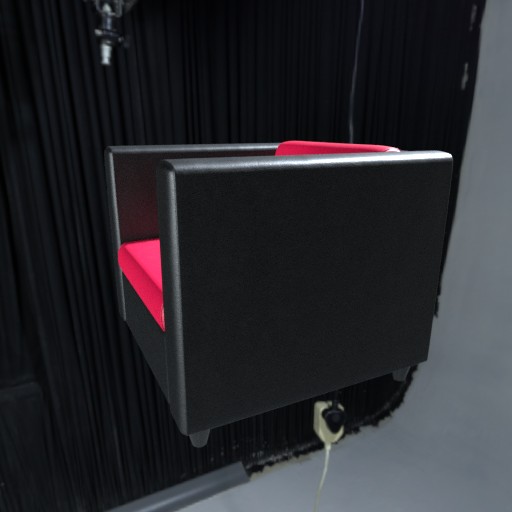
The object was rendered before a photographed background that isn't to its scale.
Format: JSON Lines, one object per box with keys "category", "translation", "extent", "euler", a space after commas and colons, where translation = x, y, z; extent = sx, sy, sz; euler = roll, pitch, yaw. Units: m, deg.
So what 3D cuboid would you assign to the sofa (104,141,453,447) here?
{"category": "sofa", "translation": [0.000, 0.000, 1.482], "extent": [0.809, 0.724, 0.839], "euler": [-8, 18, -25]}
